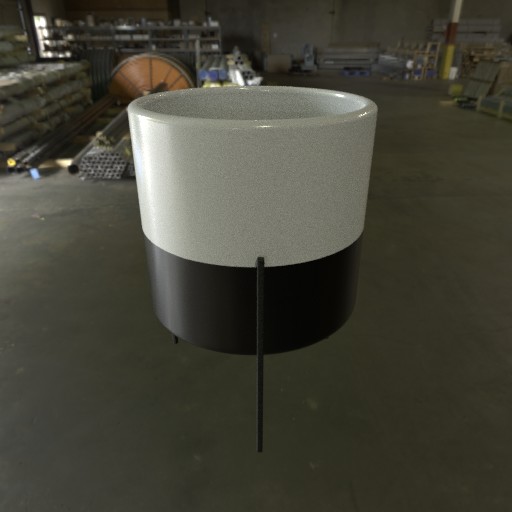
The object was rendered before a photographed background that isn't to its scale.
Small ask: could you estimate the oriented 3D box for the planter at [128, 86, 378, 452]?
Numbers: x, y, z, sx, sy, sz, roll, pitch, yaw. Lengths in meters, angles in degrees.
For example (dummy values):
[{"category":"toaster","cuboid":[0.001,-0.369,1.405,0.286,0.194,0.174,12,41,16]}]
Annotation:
[{"category":"planter","cuboid":[0.000,0.000,0.643,0.310,0.432,0.310,-8,28,-16]}]
